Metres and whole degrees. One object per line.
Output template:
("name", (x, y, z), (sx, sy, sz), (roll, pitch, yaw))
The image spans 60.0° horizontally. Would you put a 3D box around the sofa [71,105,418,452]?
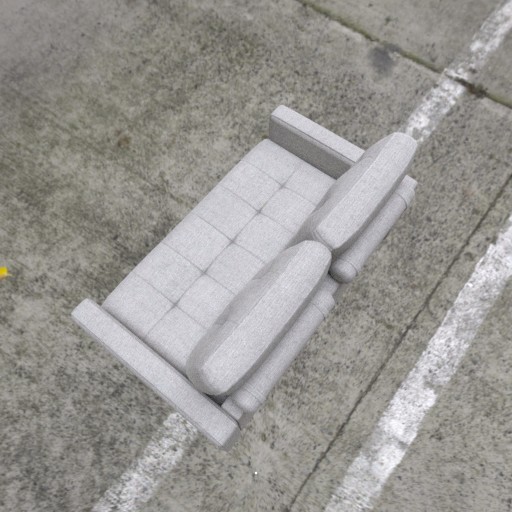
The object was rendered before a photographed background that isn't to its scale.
("sofa", (0.000, 0.000, 1.970), (0.842, 0.907, 1.407), (35, 69, 16))
